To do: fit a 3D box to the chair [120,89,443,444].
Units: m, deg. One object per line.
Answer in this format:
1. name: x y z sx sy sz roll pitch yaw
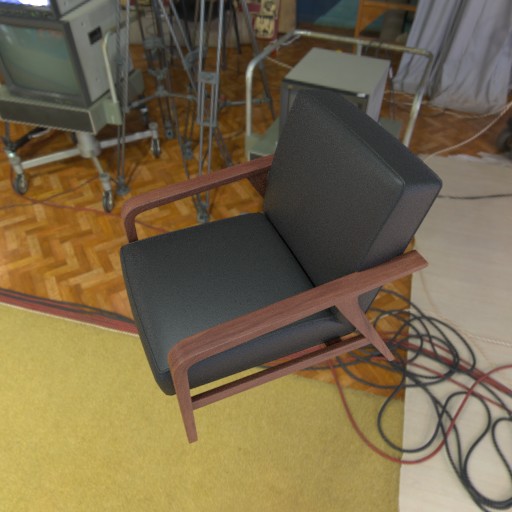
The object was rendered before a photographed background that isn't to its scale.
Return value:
1. chair: 0.000 0.000 1.520 0.889 0.861 0.719 -17 48 -16
